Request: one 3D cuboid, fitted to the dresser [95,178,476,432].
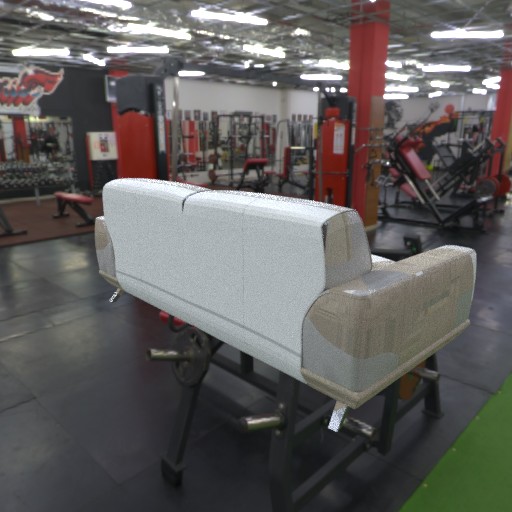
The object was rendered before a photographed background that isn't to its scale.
[{"bbox_3d":[0.000,0.000,5.685,2.251,1.863,4.679,-14,21,-42],"label":"dresser"}]
